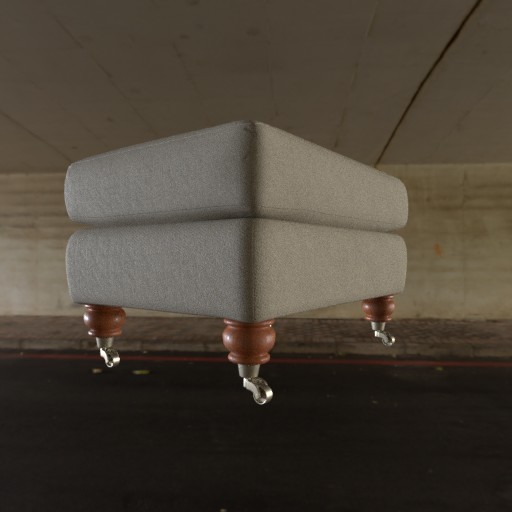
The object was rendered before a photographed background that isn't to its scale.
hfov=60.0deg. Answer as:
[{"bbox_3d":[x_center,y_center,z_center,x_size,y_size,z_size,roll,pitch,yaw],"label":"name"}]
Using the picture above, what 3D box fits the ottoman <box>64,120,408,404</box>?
[{"bbox_3d":[0.000,0.000,1.152,0.569,0.504,0.773,0,0,37],"label":"ottoman"}]
